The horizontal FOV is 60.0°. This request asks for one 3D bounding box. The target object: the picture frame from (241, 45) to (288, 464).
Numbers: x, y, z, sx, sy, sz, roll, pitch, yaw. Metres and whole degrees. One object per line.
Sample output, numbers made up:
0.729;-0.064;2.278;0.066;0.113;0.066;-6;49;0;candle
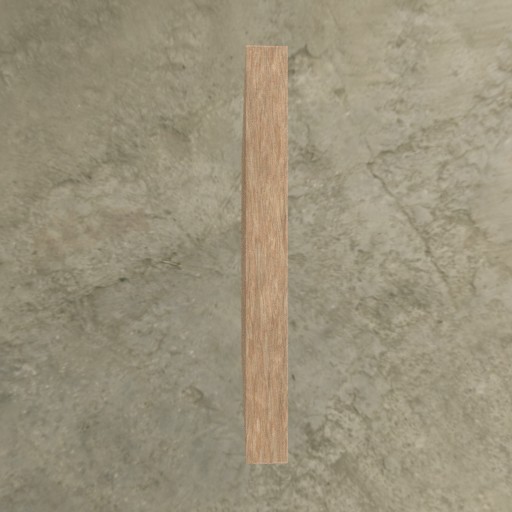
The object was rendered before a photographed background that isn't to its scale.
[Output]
0.000;0.000;0.713;0.043;0.526;0.424;0;90;-2;picture frame
